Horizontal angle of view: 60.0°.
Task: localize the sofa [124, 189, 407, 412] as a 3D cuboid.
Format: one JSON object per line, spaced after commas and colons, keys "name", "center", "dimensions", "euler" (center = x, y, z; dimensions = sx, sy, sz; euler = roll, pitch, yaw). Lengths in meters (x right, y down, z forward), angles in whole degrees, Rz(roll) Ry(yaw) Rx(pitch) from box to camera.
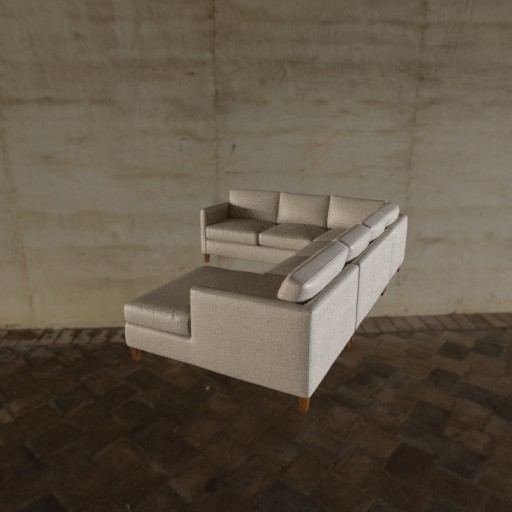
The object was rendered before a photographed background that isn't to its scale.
{"name": "sofa", "center": [0.000, 0.000, 4.796], "dimensions": [2.594, 0.961, 3.460], "euler": [8, 19, 26]}
